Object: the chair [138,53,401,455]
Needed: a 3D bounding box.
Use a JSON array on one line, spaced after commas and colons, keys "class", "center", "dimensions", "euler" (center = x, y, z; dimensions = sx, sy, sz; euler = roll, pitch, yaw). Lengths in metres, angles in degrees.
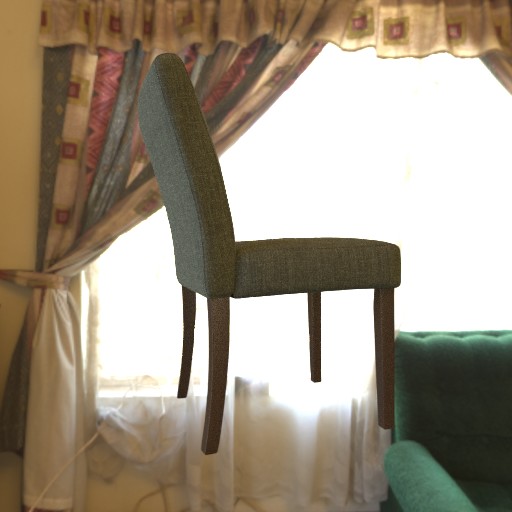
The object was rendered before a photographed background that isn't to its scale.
[{"class": "chair", "center": [0.000, 0.000, 1.238], "dimensions": [0.629, 0.884, 0.487], "euler": [0, 1, -19]}]
